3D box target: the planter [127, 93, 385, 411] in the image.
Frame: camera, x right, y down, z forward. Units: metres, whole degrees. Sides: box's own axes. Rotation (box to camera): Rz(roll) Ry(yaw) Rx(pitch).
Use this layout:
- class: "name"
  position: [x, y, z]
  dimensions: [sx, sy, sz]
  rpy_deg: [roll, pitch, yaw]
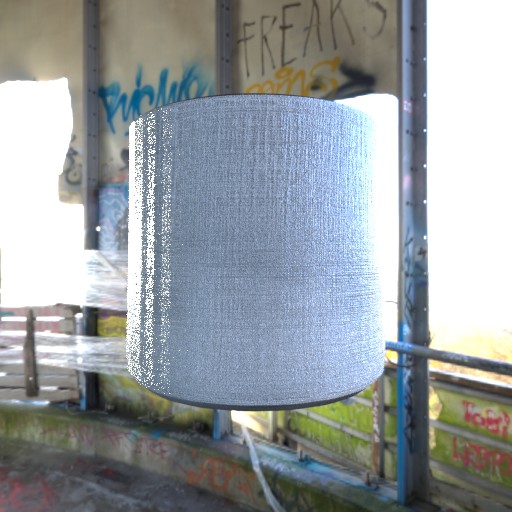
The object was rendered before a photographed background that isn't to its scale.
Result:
- class: "planter"
  position: [0.000, 0.000, 0.286]
  dimensions: [0.160, 0.156, 0.160]
  rpy_deg: [0, 0, 0]
